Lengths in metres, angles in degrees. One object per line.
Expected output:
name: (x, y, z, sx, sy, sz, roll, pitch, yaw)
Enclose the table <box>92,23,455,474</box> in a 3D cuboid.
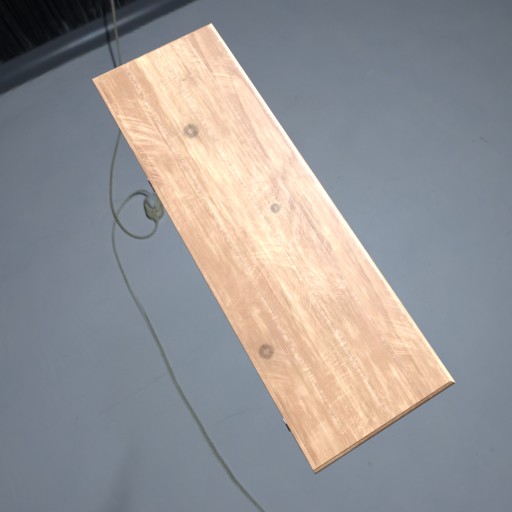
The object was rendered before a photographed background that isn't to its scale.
table: (0.000, 0.000, 1.553, 0.399, 0.800, 1.219, -29, 76, -8)
